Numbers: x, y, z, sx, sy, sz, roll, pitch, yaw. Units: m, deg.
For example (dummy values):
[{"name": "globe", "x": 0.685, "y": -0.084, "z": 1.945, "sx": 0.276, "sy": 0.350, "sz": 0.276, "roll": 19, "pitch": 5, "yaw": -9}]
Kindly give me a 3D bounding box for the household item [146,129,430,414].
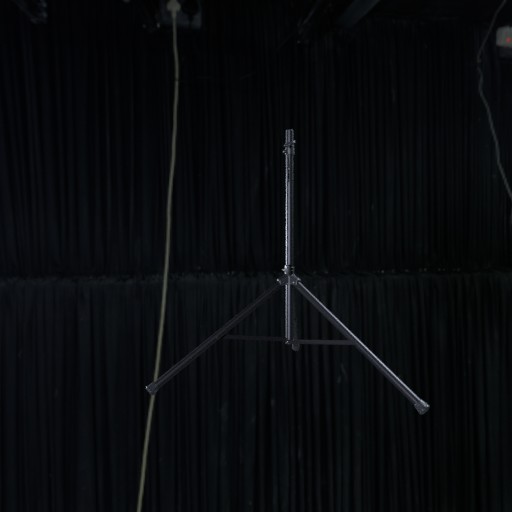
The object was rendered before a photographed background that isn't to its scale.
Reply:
[{"name": "household item", "x": 0.000, "y": 0.000, "z": 2.762, "sx": 1.339, "sy": 1.595, "sz": 1.596, "roll": 0, "pitch": 1, "yaw": -19}]
